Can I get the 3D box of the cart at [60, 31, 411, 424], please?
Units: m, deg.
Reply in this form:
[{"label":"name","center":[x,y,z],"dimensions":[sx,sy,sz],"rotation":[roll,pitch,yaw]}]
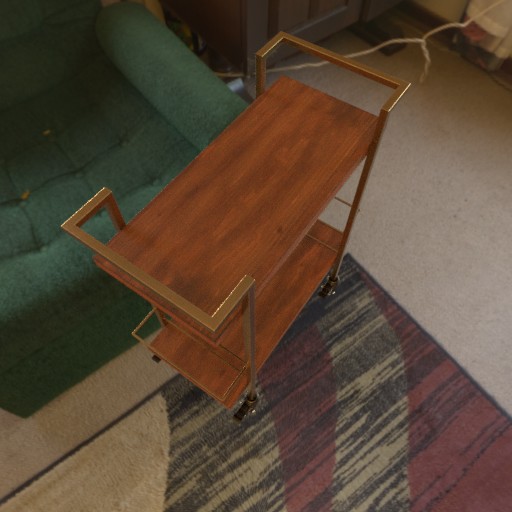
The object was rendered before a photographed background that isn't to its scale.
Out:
[{"label":"cart","center":[0.000,0.000,1.194],"dimensions":[0.364,0.807,0.695],"rotation":[31,64,17]}]
